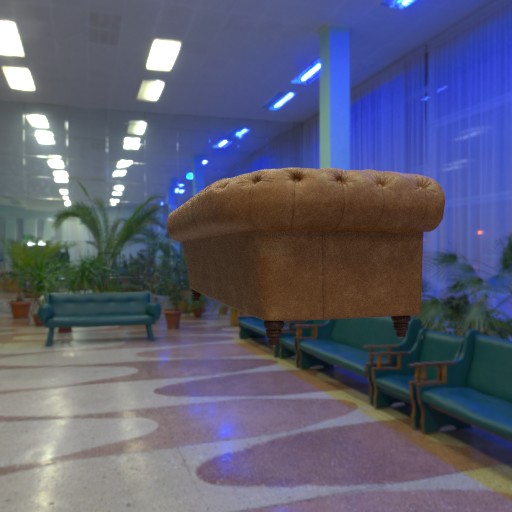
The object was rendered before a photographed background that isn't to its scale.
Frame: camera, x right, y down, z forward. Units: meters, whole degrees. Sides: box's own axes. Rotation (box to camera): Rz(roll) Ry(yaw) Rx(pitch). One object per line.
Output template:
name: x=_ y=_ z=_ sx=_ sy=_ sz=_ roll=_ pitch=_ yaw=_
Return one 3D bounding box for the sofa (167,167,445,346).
sofa: x=0.000 y=0.000 z=2.850 sx=0.989 sy=0.760 sz=2.365 roll=0 pitch=0 yaw=-18
